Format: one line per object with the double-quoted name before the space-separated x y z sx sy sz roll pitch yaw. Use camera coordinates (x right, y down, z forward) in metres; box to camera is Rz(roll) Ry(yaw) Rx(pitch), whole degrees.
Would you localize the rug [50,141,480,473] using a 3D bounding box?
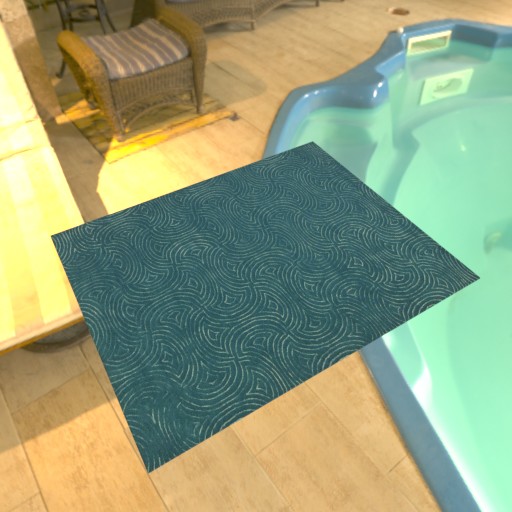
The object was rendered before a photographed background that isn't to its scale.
"rug" 0.000 0.000 3.977 3.033 0.012 2.432 -24 52 -20
